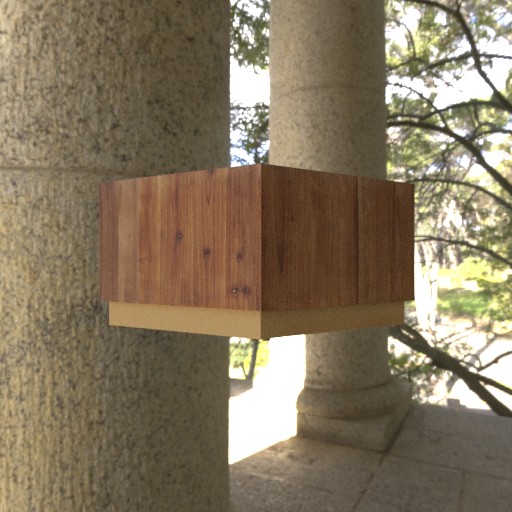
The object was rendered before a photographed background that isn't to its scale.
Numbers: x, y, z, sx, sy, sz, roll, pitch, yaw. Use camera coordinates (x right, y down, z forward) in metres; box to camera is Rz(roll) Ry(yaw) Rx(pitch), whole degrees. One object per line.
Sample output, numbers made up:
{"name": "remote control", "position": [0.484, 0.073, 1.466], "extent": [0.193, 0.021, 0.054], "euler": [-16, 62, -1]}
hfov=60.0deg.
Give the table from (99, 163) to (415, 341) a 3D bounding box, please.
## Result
{"name": "table", "position": [0.000, 0.000, 1.690], "extent": [1.000, 0.456, 1.154], "euler": [0, -1, -1]}
